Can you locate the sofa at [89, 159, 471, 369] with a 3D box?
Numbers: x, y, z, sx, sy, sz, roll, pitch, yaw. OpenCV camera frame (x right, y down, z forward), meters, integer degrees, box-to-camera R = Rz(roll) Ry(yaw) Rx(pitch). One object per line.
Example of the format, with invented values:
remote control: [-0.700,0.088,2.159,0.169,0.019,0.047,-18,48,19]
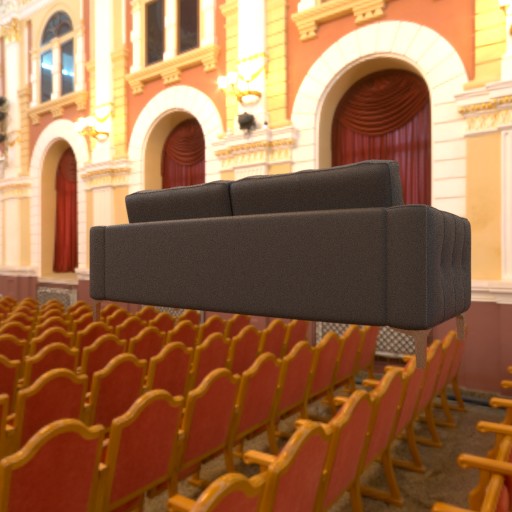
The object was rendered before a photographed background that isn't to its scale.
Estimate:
sofa: [0.000,0.000,2.695,2.275,0.893,0.833,0,0,36]
